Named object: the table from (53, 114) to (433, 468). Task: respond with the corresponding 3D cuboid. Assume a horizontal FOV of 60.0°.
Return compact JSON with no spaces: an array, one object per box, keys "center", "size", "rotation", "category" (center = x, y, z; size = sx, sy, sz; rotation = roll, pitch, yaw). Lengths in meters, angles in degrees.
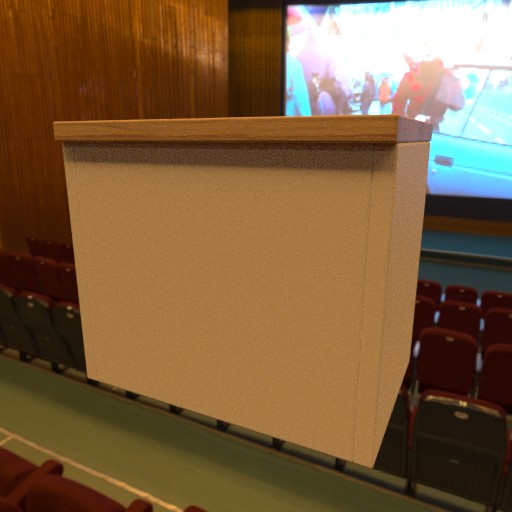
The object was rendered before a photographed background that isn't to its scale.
[{"center":[0.000,0.000,0.765],"size":[0.500,0.440,0.360],"rotation":[7,16,26],"category":"table"}]
